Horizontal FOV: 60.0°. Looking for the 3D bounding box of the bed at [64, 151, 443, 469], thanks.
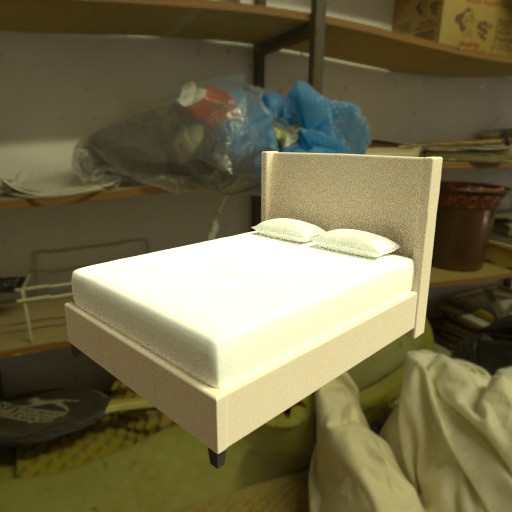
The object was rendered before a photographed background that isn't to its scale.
[{"bbox_3d":[0.000,0.000,3.407,1.778,1.471,2.293,15,21,43],"label":"bed"}]
